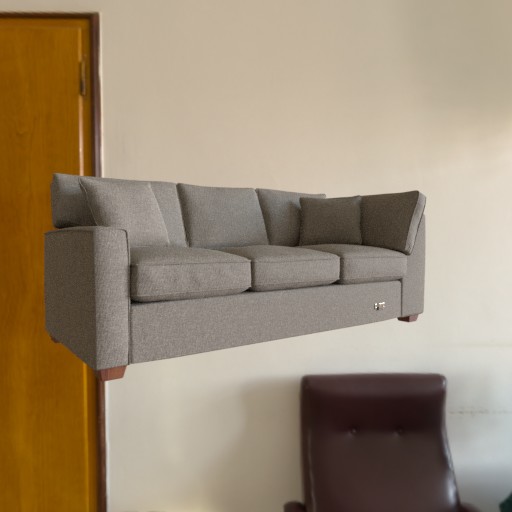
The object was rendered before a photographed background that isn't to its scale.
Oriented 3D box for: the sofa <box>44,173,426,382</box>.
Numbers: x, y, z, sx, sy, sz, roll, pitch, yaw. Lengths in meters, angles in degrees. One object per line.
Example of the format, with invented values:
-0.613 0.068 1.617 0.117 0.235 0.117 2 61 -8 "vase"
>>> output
0.000 0.000 2.835 2.317 0.962 1.061 -2 3 -36 "sofa"
